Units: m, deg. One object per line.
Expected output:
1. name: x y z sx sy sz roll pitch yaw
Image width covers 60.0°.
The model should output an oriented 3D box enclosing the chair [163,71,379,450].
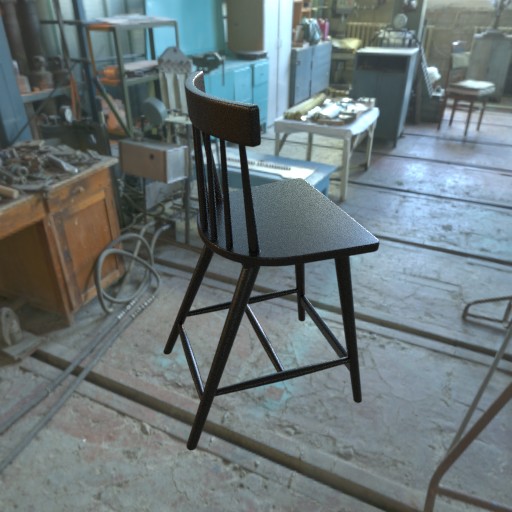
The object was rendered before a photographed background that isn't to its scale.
1. chair: 0.000 0.000 1.293 0.572 0.952 0.483 -10 32 -17
